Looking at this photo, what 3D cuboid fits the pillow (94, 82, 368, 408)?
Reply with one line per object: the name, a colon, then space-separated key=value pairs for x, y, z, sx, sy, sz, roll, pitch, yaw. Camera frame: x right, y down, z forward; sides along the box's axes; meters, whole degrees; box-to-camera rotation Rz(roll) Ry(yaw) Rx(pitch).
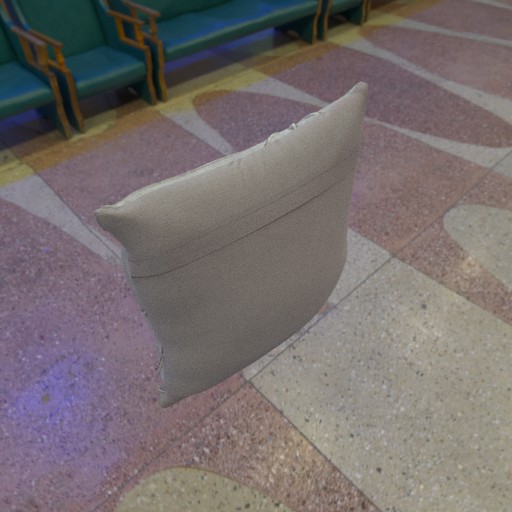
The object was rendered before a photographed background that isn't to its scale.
pillow: x=0.000 y=0.000 z=0.699 sx=0.439 sy=0.440 sz=0.185 roll=-32 pitch=54 yaw=-27
